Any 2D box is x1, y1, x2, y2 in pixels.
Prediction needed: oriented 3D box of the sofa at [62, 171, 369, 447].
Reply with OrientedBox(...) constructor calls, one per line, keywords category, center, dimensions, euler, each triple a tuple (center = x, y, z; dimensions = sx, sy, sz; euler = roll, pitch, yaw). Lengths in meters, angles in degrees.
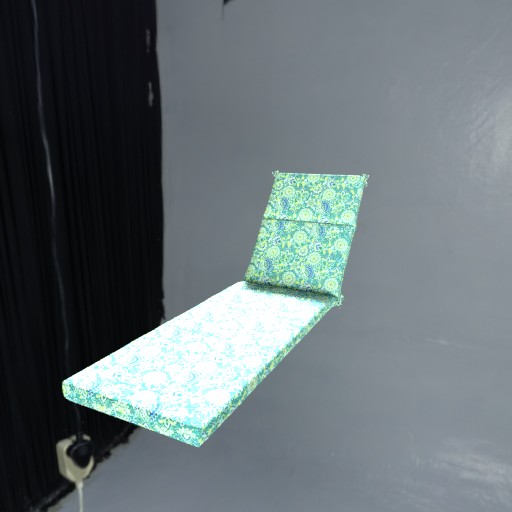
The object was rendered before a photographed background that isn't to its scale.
OrientedBox(category="sofa", center=(0.000, 0.000, 1.907), dimensions=(0.582, 0.622, 1.663), euler=(7, 16, 26))
